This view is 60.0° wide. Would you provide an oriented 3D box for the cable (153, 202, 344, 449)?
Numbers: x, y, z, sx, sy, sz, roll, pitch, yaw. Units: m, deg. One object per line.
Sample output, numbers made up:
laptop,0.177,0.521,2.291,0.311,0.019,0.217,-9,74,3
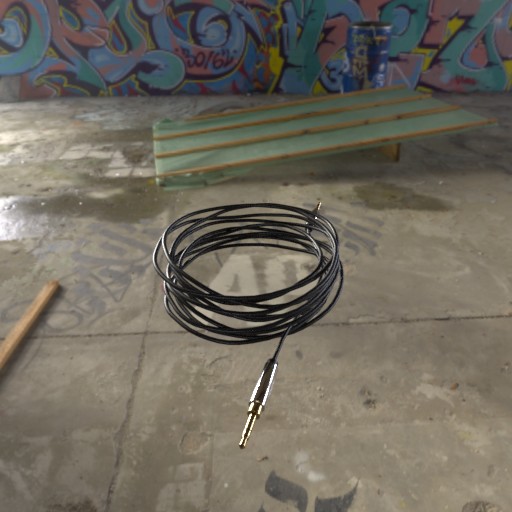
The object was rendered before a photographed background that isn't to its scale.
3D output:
cable,0.000,0.000,0.494,0.198,0.069,0.432,9,33,14
